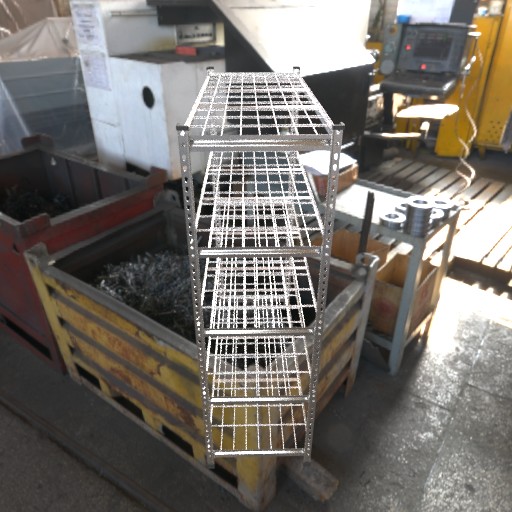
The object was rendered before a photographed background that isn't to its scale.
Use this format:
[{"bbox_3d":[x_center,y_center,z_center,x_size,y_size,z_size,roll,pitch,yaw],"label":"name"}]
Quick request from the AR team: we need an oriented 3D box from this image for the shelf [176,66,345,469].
[{"bbox_3d":[0.000,0.000,2.748,0.610,1.981,1.524,-1,31,-1],"label":"shelf"}]
